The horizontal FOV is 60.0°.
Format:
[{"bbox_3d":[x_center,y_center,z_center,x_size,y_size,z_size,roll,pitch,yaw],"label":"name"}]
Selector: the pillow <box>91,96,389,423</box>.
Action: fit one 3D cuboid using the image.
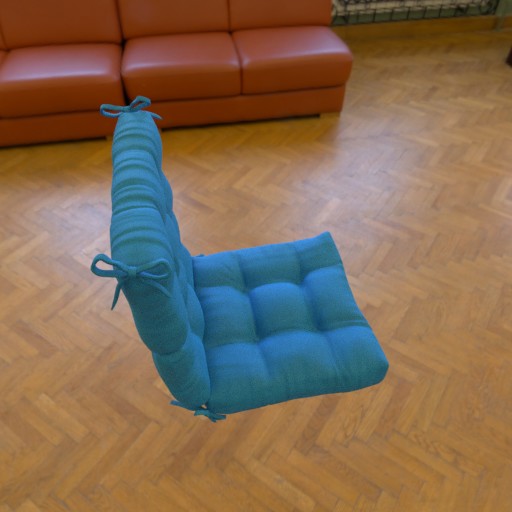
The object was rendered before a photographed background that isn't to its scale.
[{"bbox_3d":[0.000,0.000,1.012,0.571,0.605,0.519,-9,48,-8],"label":"pillow"}]
